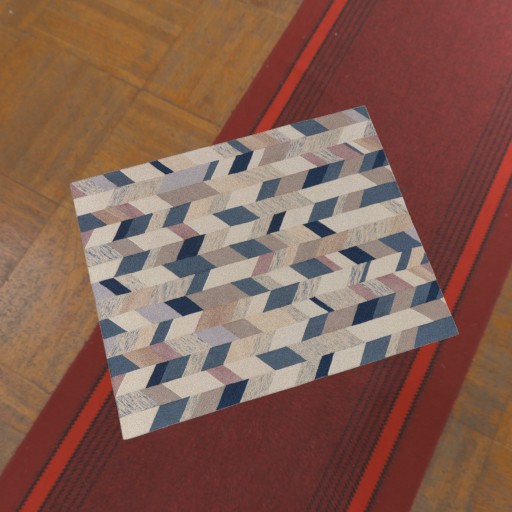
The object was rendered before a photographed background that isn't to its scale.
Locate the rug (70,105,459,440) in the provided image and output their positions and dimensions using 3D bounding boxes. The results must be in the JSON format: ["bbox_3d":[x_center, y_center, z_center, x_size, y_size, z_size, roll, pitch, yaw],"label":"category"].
[{"bbox_3d":[0.000,0.000,4.150,3.072,0.011,2.451,-16,76,-4],"label":"rug"}]
